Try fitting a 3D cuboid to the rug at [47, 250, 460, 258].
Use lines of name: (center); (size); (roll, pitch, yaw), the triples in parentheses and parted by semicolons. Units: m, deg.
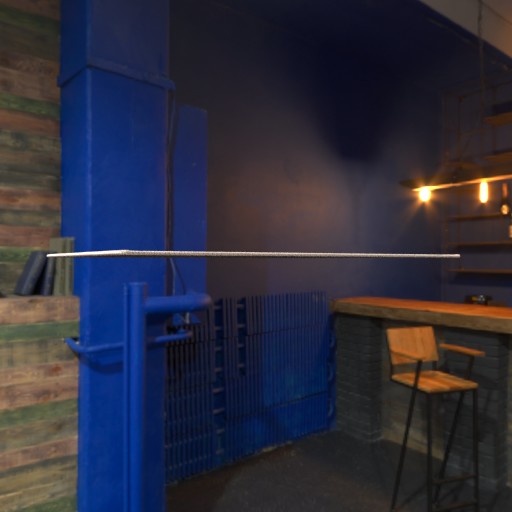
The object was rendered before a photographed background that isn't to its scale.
rug: (0.000, 0.000, 2.351); (1.840, 0.015, 1.225); (0, -1, -35)
